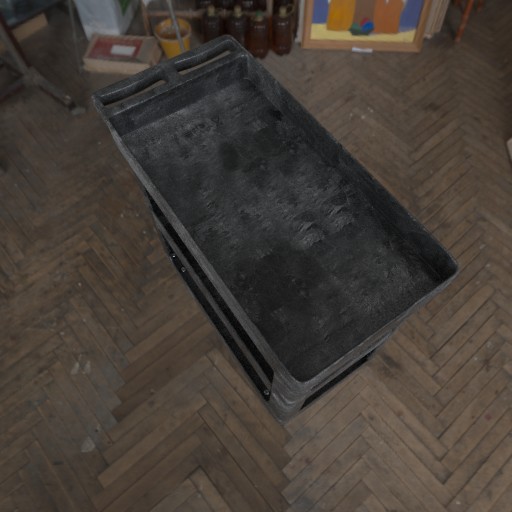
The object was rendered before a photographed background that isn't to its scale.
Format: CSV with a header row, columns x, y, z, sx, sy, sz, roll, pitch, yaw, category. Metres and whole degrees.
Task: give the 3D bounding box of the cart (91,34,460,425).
x,y,z,sx,sy,sz,roll,pitch,yaw,category
0.000,0.000,1.360,0.420,0.824,0.877,-31,67,-15,cart
